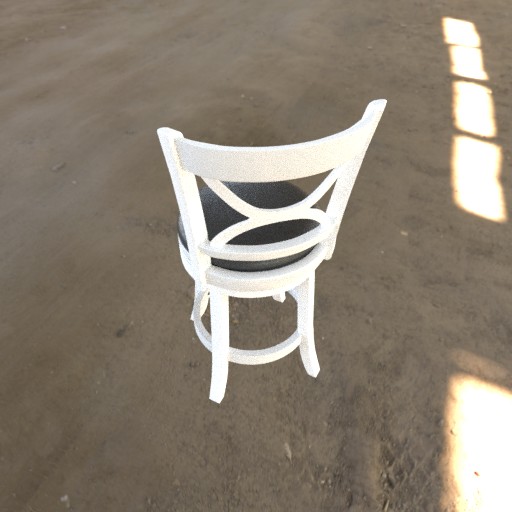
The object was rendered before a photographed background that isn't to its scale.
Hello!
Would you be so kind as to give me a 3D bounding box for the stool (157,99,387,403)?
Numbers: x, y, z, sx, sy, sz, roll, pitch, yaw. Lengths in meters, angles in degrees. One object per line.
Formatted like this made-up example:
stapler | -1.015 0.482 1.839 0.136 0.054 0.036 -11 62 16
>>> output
stool | 0.000 0.000 1.235 0.444 0.953 0.508 -11 43 -12
